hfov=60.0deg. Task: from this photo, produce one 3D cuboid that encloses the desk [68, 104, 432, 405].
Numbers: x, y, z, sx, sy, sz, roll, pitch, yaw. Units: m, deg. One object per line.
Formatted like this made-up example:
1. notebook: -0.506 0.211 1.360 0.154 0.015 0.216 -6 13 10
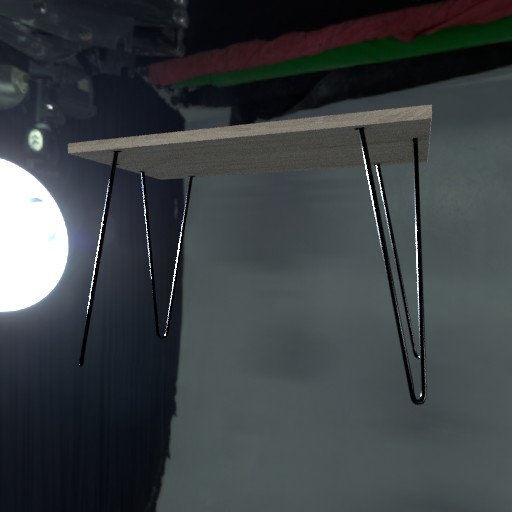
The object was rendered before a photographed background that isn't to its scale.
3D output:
1. desk: 0.000 0.000 1.364 0.991 0.660 0.499 0 1 20
